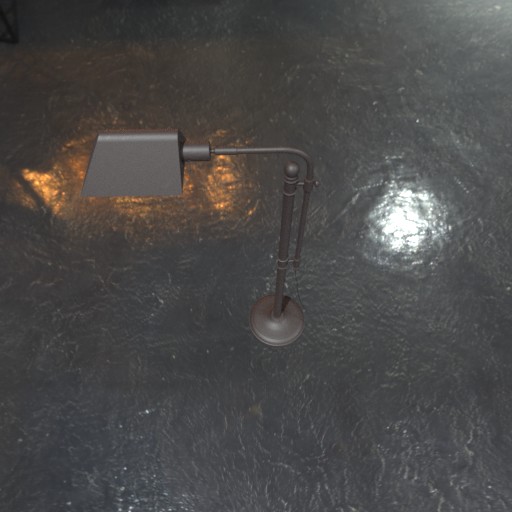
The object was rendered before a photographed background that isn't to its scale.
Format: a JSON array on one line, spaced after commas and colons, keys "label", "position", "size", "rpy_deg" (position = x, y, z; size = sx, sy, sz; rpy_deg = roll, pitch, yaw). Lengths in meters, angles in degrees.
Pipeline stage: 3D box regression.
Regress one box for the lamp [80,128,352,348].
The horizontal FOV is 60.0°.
[{"label": "lamp", "position": [0.000, 0.000, 0.956], "size": [0.545, 0.708, 0.159], "rpy_deg": [-1, 58, -1]}]
